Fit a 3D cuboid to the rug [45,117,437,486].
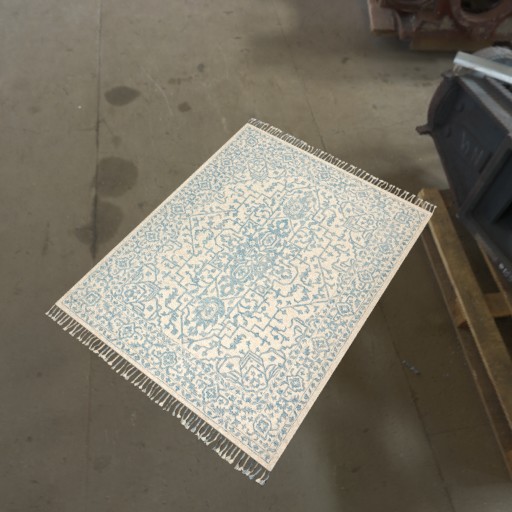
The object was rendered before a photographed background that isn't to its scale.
[{"bbox_3d":[0.000,0.000,4.419,2.464,0.010,3.327,31,62,18],"label":"rug"}]
